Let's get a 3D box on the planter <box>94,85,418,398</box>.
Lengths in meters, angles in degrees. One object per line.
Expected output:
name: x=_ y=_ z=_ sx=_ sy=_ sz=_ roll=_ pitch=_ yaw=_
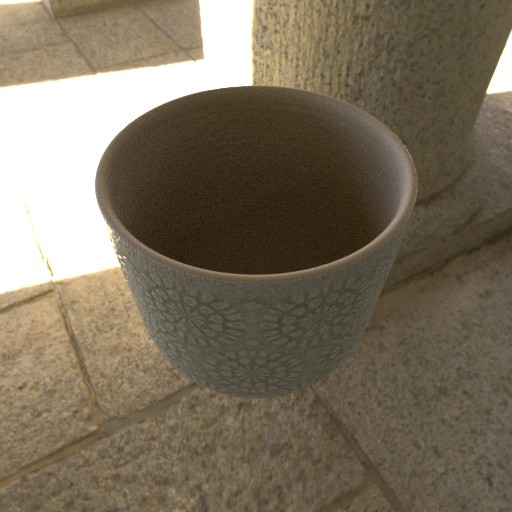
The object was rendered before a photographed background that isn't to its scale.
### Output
planter: x=0.000 y=0.000 z=0.294 sx=0.169 sy=0.153 sz=0.169 roll=0 pitch=48 yaw=0
